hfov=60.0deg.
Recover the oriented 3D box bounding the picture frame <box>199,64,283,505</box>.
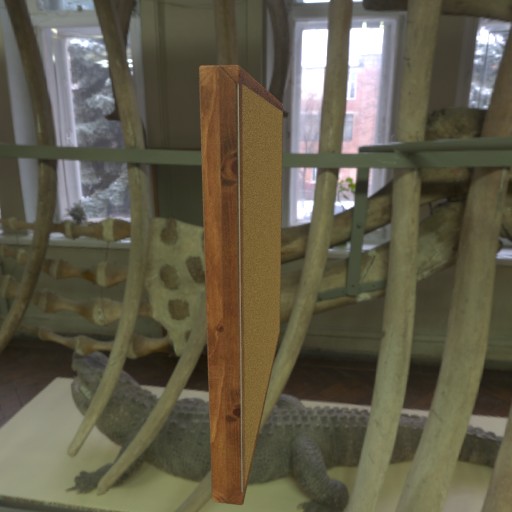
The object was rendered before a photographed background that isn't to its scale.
[{"bbox_3d":[0.000,0.000,0.510,0.028,0.356,0.352,2,15,8],"label":"picture frame"}]
